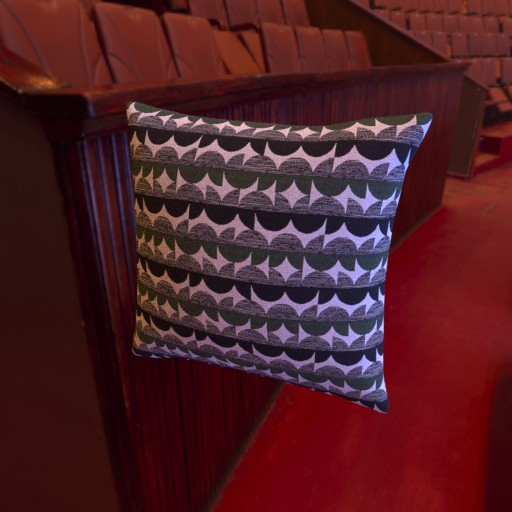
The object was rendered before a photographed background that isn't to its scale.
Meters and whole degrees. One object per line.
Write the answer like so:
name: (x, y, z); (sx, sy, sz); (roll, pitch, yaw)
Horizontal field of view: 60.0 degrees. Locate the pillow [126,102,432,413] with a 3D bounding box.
pillow: (0.000, 0.000, 0.635); (0.419, 0.404, 0.180); (8, 26, 17)
